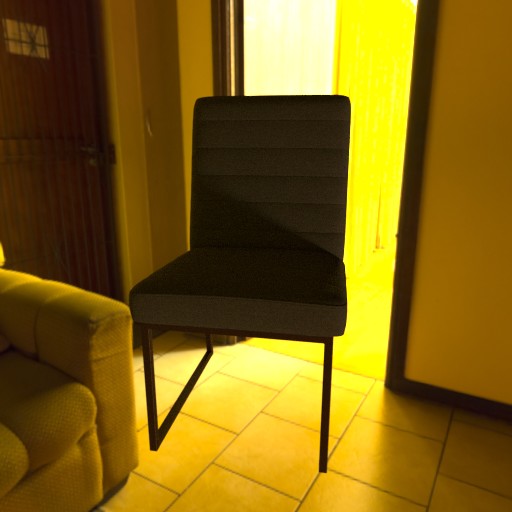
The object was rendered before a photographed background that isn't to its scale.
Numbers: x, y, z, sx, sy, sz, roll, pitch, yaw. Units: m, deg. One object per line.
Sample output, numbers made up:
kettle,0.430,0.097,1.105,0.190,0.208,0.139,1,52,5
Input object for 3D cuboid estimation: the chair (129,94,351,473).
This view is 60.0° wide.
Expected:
chair,0.000,0.000,1.294,0.520,0.930,0.634,3,15,10
